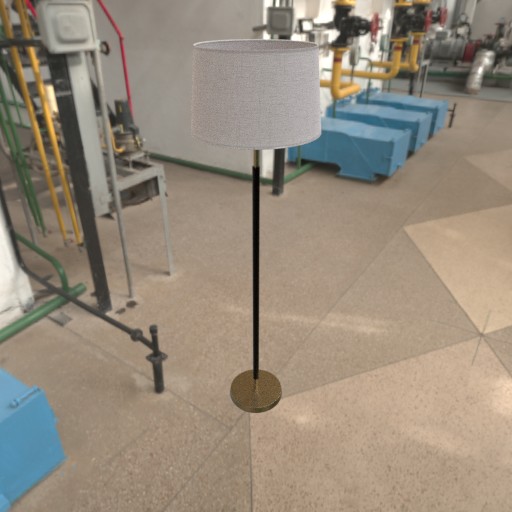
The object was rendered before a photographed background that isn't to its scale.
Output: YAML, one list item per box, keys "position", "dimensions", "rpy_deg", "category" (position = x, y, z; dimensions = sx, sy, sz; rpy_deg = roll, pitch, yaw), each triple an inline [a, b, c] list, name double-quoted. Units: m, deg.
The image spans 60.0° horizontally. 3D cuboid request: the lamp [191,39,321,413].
- position: [0.000, 0.000, 1.672]
  dimensions: [0.420, 1.447, 0.420]
  rpy_deg: [0, 30, 0]
  category: "lamp"
